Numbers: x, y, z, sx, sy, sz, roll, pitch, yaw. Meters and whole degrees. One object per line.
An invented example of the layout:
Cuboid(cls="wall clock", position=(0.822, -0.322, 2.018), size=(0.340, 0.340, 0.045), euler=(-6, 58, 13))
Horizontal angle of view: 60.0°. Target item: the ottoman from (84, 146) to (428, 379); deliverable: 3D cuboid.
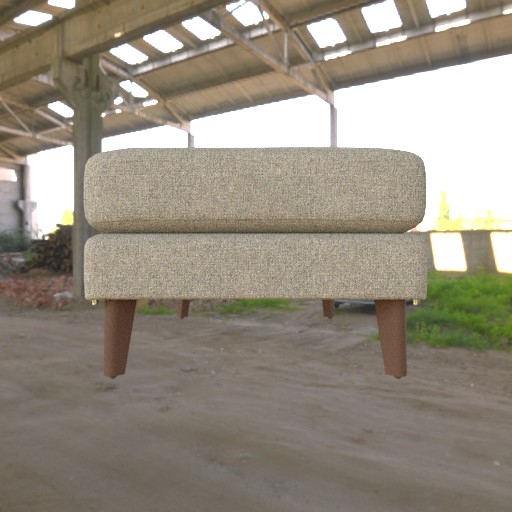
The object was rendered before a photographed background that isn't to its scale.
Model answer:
Cuboid(cls="ottoman", position=(0.000, 0.000, 1.173), size=(0.611, 0.441, 0.821), euler=(0, 0, 0))
